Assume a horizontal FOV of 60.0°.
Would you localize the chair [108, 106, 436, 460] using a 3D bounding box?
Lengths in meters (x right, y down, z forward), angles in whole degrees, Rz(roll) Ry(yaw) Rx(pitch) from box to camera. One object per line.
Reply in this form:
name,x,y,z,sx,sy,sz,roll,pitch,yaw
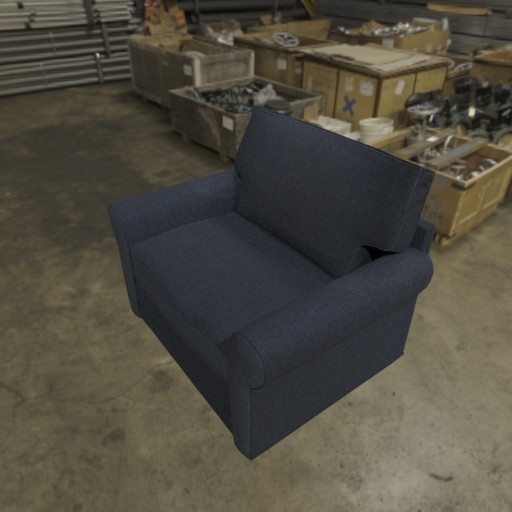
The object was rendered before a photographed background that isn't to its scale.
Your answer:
chair,0.000,0.000,2.032,0.963,1.044,1.285,-22,40,-30
